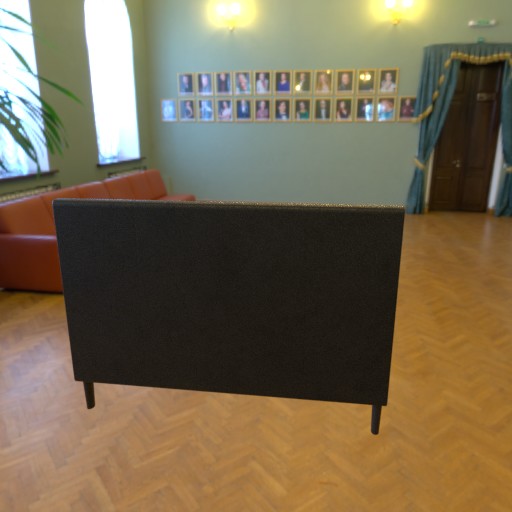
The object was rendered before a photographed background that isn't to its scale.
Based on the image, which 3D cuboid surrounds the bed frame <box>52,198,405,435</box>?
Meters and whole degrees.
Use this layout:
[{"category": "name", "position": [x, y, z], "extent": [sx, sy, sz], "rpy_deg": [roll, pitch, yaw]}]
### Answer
[{"category": "bed frame", "position": [0.000, 0.000, 2.965], "extent": [1.469, 1.046, 2.152], "rpy_deg": [2, 16, 8]}]
